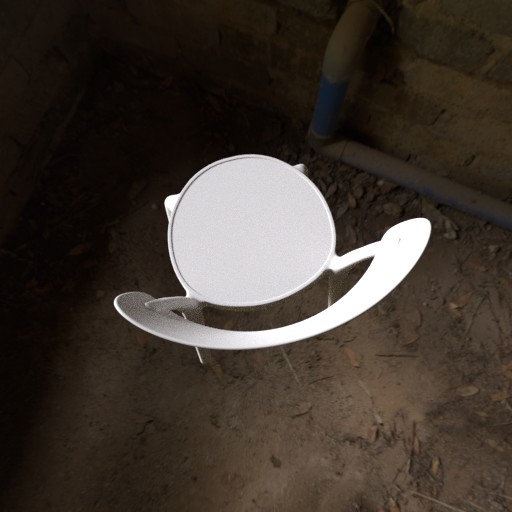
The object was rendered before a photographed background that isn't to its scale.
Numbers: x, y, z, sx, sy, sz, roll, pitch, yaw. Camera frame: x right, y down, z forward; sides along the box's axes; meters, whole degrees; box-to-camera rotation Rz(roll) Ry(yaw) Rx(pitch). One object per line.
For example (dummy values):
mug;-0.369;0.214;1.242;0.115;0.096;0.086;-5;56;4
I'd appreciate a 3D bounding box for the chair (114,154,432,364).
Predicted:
chair;0.000;0.000;1.080;0.506;0.790;0.491;-14;75;-4
